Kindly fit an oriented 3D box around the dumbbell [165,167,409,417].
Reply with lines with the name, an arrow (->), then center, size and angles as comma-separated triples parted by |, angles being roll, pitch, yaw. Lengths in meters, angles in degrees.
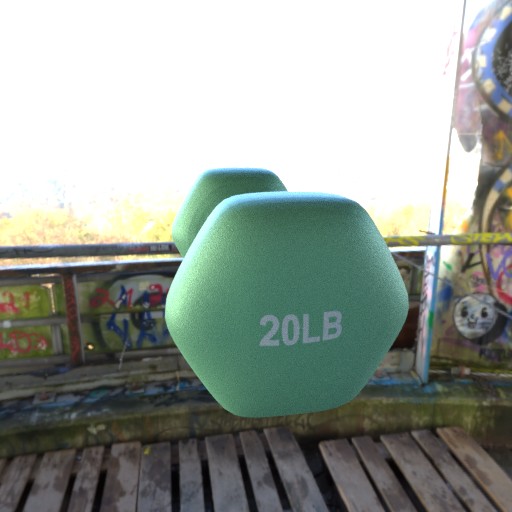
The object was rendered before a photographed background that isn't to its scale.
dumbbell -> 0.000, 0.000, 0.329 | 0.129, 0.117, 0.260 | -2, 15, -9
